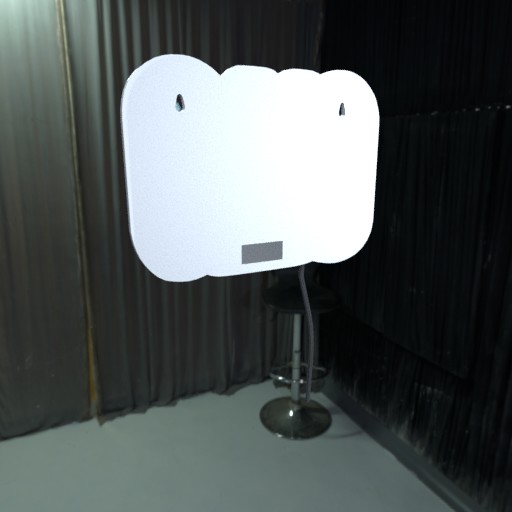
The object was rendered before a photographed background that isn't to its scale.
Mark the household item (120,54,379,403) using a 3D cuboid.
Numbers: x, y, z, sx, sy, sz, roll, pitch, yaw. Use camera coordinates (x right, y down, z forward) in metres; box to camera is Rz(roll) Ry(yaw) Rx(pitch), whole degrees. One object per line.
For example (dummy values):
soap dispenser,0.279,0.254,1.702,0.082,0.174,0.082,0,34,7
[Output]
household item,0.000,0.000,0.371,0.211,0.294,0.042,-7,16,-26
